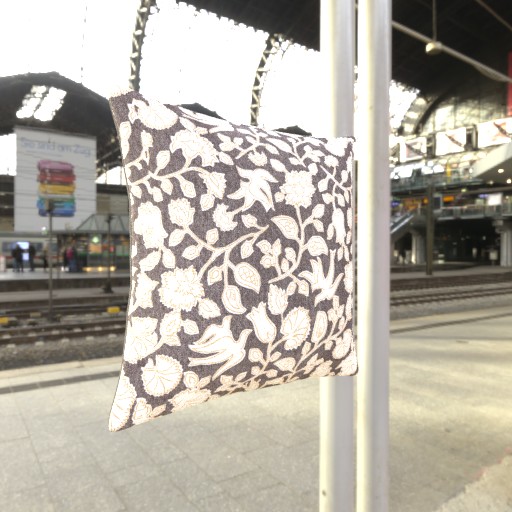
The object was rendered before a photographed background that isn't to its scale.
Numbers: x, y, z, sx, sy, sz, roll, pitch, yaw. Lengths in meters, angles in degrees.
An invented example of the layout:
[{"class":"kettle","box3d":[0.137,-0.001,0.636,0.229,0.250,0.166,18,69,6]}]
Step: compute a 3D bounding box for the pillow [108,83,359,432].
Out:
[{"class":"pillow","box3d":[0.000,0.000,0.792,0.526,0.507,0.166,0,0,-35]}]
